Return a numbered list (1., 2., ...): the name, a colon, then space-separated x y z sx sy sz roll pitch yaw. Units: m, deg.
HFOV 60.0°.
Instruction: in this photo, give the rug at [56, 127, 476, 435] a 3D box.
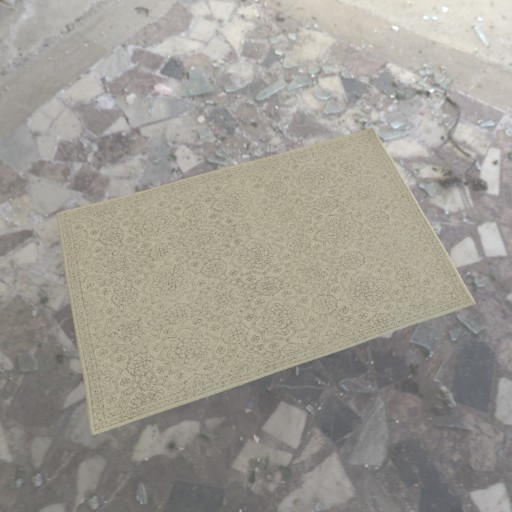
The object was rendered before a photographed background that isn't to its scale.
1. rug: 0.000 0.000 2.349 1.947 0.023 1.214 -17 65 -8
